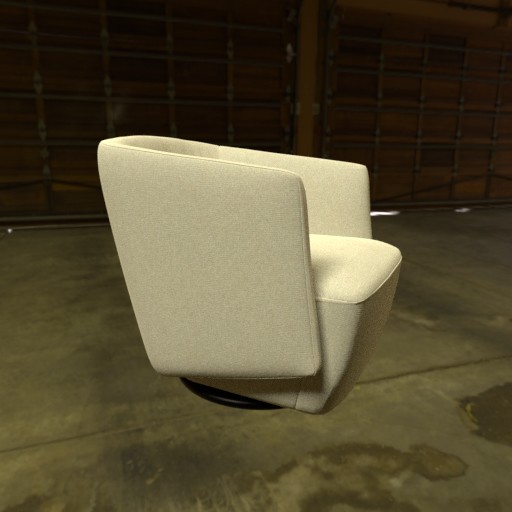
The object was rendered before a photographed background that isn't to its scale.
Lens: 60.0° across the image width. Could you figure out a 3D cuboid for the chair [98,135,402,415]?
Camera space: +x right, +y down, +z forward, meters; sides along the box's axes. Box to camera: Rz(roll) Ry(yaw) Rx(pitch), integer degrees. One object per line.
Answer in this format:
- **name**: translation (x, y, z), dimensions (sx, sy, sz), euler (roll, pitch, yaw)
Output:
- **chair**: translation (0.000, 0.000, 1.622), dimensions (0.986, 0.861, 0.822), euler (6, 15, 25)
